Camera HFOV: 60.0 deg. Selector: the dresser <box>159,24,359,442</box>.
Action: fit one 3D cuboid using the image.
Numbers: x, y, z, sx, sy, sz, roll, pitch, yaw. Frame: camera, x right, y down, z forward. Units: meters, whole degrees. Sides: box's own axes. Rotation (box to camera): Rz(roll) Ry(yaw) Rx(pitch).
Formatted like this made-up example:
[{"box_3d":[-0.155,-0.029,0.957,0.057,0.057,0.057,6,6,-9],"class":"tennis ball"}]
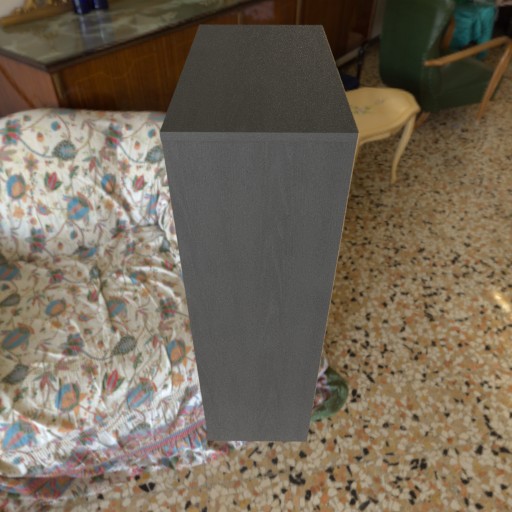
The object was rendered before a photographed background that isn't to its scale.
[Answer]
[{"box_3d":[0.000,0.000,1.504,0.399,1.255,0.704,0,42,1],"class":"dresser"}]
